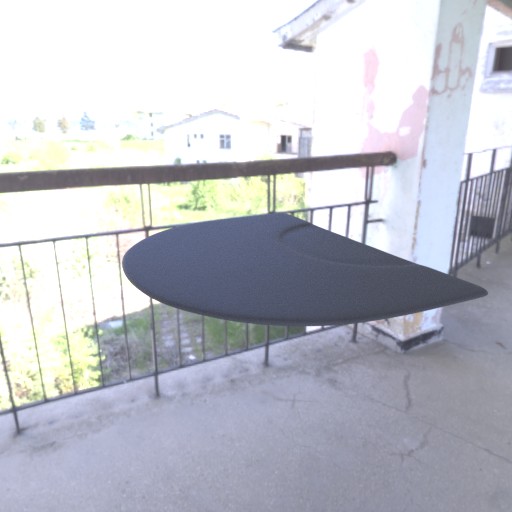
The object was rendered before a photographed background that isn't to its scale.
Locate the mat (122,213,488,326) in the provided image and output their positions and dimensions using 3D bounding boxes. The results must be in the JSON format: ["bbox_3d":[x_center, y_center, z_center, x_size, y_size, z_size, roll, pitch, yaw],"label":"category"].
[{"bbox_3d":[0.000,0.000,1.593,0.917,0.016,1.220,-8,19,-25],"label":"mat"}]
